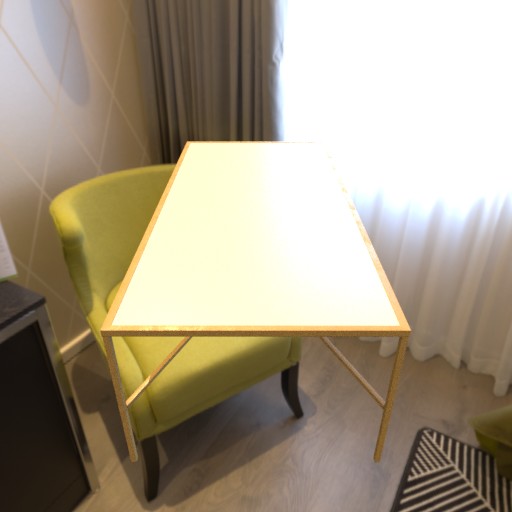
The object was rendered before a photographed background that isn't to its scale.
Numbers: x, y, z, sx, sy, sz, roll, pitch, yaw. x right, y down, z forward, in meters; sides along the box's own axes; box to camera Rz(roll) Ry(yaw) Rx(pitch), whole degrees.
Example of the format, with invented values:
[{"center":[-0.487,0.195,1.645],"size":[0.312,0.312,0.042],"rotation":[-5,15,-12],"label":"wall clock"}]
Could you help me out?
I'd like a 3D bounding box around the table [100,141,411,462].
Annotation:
[{"center":[0.000,0.000,1.446],"size":[0.580,0.398,1.206],"rotation":[0,31,0],"label":"table"}]
